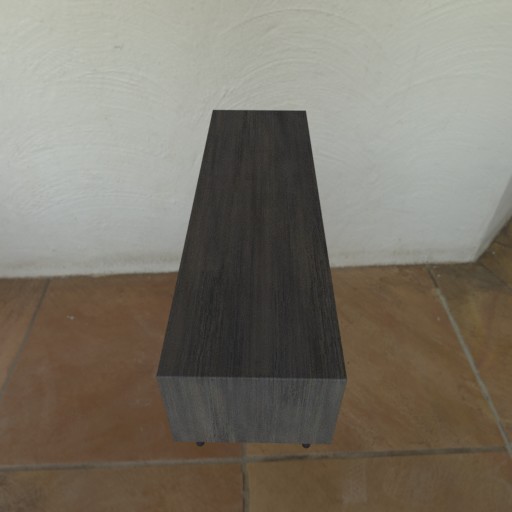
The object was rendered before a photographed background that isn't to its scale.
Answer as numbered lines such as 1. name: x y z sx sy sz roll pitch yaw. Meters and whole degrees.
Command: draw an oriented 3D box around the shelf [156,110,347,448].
1. shelf: 0.000 0.000 1.562 0.400 0.495 1.300 1 42 1
